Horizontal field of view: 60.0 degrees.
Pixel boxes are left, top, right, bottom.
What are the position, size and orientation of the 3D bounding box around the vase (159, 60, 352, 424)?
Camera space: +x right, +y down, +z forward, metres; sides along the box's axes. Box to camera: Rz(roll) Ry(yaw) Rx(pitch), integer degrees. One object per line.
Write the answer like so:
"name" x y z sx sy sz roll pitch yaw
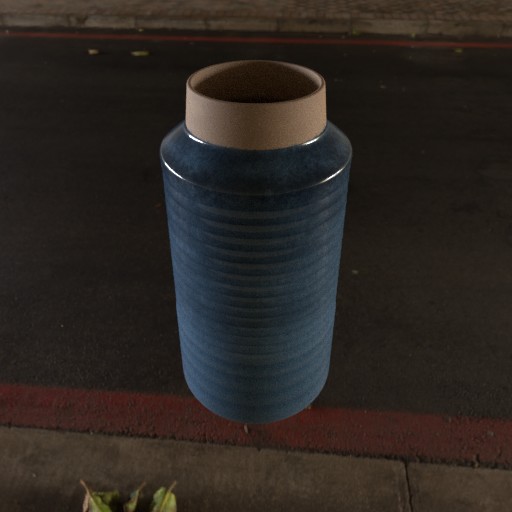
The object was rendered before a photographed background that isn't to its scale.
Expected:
"vase" 0.000 0.000 0.407 0.163 0.316 0.163 0 39 0
